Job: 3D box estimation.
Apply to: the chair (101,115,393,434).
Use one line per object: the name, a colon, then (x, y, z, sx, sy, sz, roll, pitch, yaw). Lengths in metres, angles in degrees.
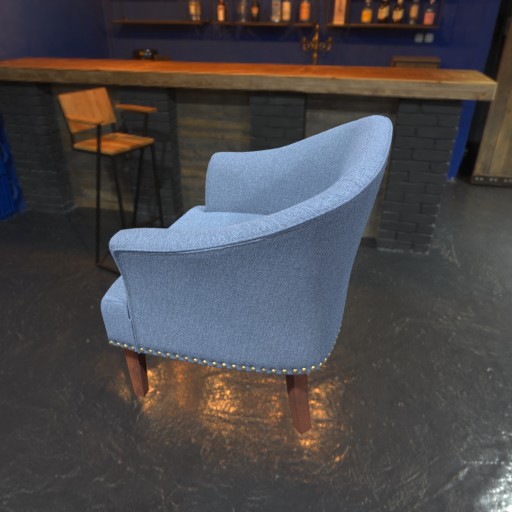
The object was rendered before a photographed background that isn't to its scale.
chair: (0.000, 0.000, 1.376, 0.704, 0.815, 0.772, 8, 30, 14)
